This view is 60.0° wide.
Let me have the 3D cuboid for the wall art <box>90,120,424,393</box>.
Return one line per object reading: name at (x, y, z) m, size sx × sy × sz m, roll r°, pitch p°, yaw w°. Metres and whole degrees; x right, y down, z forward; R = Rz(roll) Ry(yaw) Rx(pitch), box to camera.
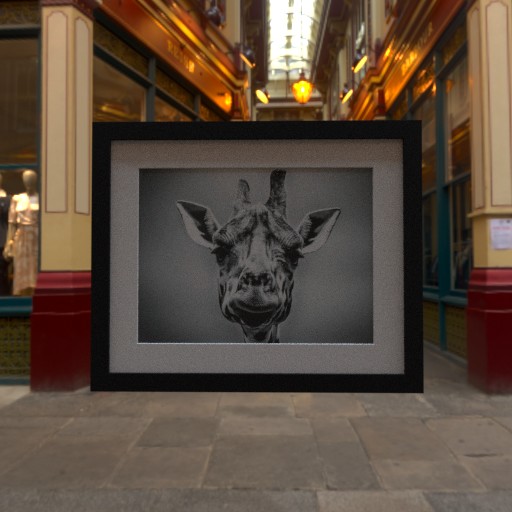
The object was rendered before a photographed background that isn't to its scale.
wall art at (0.000, 0.000, 0.761) m, size 0.558 × 0.457 × 0.031 m, roll 0°, pitch -1°, yaw 1°
